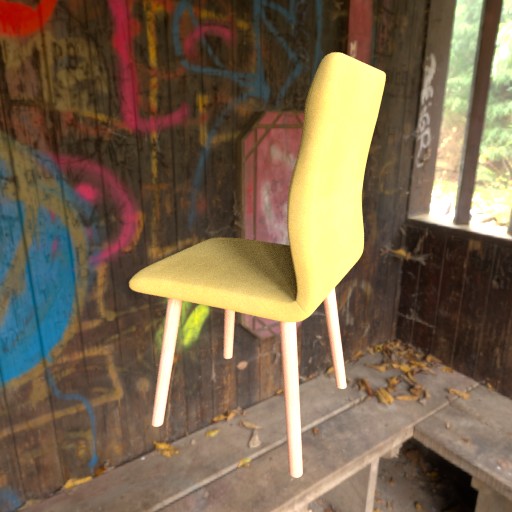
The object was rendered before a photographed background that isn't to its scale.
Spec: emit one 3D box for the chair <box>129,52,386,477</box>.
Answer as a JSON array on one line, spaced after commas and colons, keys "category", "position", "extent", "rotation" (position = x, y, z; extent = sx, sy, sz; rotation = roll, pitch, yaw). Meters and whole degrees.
[{"category": "chair", "position": [0.000, 0.000, 1.236], "extent": [0.550, 0.965, 0.450], "rotation": [8, 19, 25]}]
